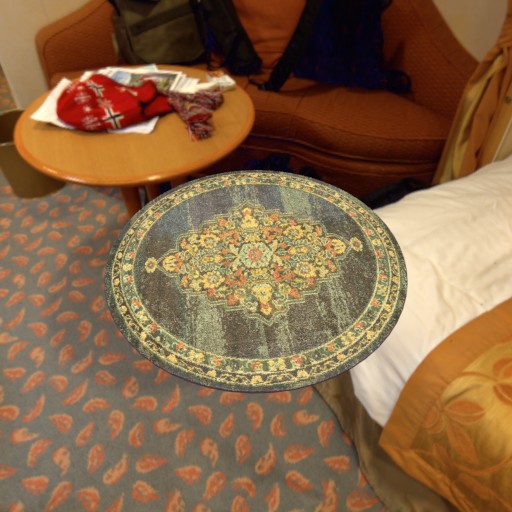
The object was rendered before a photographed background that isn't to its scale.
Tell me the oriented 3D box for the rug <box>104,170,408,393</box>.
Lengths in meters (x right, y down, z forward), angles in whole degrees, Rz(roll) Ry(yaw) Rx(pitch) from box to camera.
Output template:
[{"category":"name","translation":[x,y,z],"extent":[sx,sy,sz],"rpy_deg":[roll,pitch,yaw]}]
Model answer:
[{"category":"rug","translation":[0.000,0.000,3.584],"extent":[2.386,0.014,2.386],"rpy_deg":[0,46,0]}]
